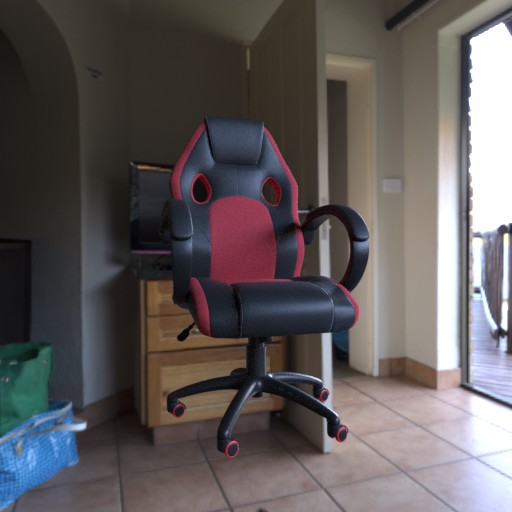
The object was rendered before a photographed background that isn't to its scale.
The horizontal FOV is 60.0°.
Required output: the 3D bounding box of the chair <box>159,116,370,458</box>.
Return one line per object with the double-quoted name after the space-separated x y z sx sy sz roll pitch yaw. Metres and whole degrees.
0.000 0.000 1.633 0.673 1.187 0.724 0 1 -17 "chair"
